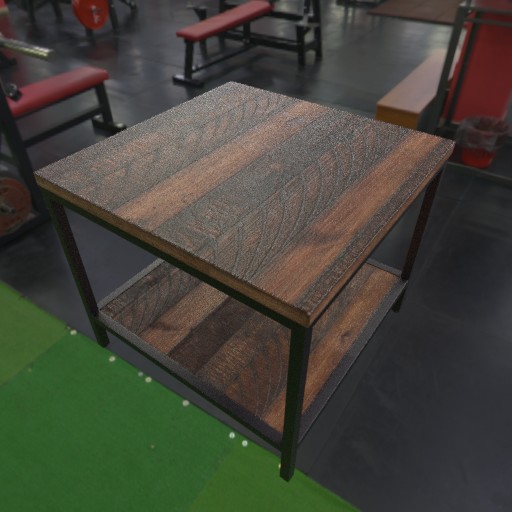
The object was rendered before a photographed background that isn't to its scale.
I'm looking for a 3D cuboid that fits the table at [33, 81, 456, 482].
[{"bbox_3d":[0.000,0.000,0.965,0.553,0.482,0.548,25,47,26],"label":"table"}]
